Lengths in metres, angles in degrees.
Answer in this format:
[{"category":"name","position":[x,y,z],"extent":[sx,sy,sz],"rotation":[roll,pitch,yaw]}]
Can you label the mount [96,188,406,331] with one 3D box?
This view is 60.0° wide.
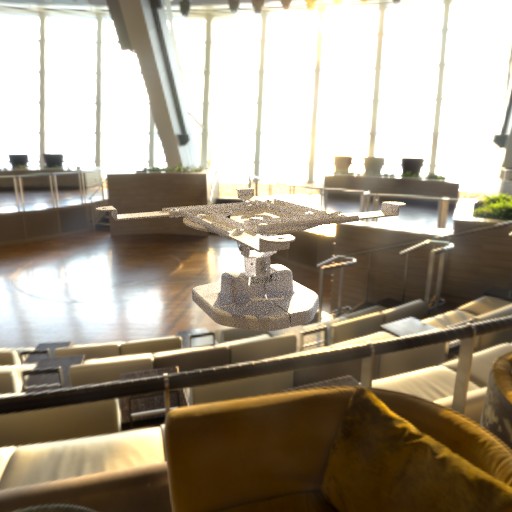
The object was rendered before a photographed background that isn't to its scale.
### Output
[{"category":"mount","position":[0.000,0.000,0.618],"extent":[0.394,0.141,0.394],"rotation":[-8,17,-26]}]
